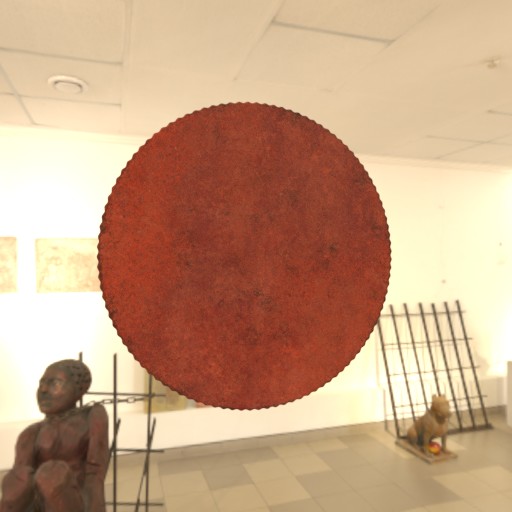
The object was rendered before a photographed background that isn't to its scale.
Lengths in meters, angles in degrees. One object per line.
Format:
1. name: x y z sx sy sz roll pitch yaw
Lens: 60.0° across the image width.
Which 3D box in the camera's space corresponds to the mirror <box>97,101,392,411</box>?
1. mirror: 0.000 0.000 0.902 0.609 0.609 0.056 0 0 -18
